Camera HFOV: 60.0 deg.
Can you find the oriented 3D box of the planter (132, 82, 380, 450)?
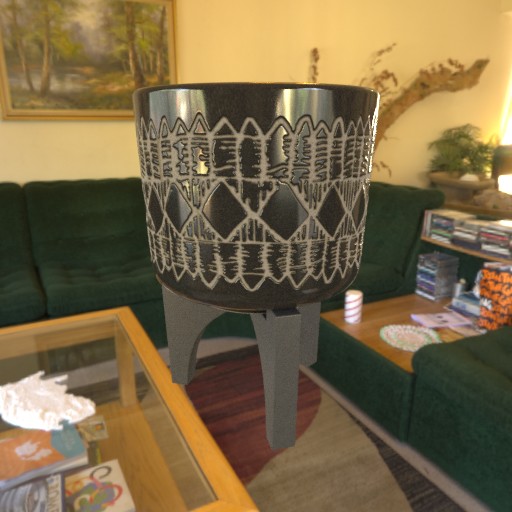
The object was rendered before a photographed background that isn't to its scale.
[{"bbox_3d":[0.000,0.000,0.511,0.251,0.355,0.251,16,23,42],"label":"planter"}]
